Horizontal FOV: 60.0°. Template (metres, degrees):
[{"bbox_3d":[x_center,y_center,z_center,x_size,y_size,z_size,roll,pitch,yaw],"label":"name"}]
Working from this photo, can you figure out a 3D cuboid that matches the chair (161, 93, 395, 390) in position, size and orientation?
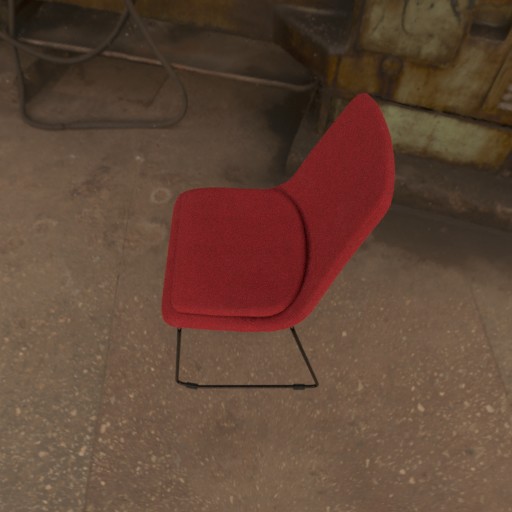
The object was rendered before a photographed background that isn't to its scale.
[{"bbox_3d":[0.000,0.000,1.200,0.518,0.858,0.479,0,57,0],"label":"chair"}]
